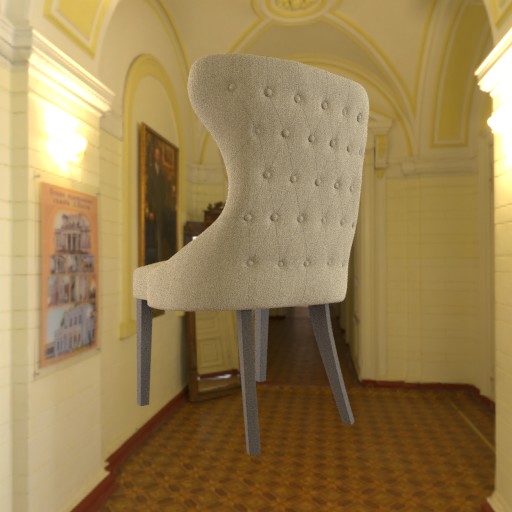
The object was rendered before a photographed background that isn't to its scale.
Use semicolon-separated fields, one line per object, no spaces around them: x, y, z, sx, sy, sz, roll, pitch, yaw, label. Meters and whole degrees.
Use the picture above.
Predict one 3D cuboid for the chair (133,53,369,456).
0.000;0.000;1.366;0.628;0.967;0.635;1;-1;-37;chair
